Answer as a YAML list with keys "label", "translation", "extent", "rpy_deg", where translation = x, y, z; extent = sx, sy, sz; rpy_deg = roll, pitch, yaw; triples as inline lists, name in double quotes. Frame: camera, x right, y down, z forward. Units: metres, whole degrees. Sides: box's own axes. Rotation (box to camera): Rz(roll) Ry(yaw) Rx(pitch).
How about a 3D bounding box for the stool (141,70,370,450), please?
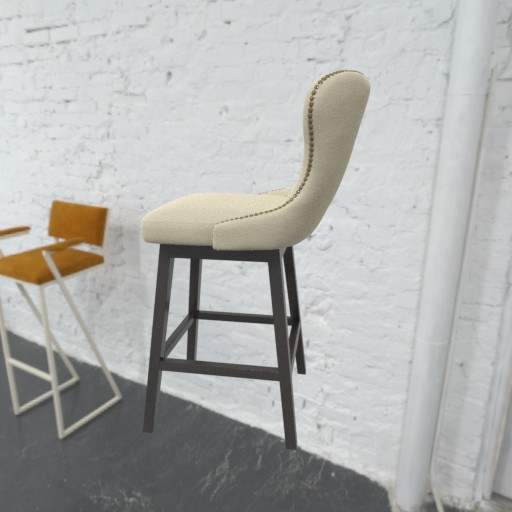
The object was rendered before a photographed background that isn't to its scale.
- label: "stool"
  translation: [0.000, 0.000, 1.308]
  extent: [0.593, 0.971, 0.528]
  rpy_deg: [3, 16, 9]
